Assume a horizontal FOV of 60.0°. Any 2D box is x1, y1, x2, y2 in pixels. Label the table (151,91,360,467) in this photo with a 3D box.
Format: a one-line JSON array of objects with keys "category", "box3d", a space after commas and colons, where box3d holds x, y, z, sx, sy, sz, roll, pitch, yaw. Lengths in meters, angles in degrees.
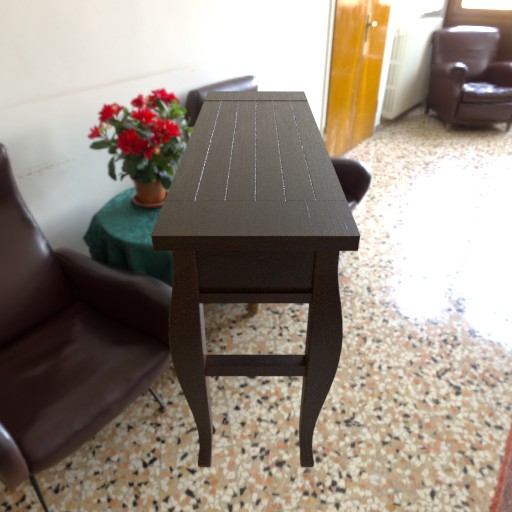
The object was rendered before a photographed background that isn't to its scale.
[{"category": "table", "box3d": [0.000, 0.000, 1.406, 0.373, 0.768, 1.062, 0, 33, 0]}]
